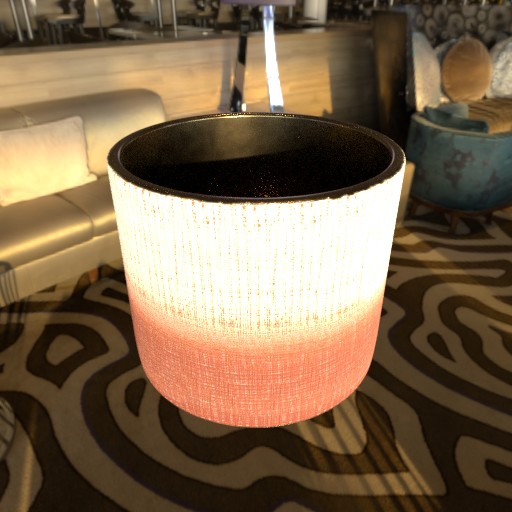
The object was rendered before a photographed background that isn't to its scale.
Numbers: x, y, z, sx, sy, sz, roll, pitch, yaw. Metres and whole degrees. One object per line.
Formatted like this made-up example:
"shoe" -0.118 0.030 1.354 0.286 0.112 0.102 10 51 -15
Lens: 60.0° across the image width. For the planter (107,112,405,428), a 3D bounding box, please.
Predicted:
"planter" 0.000 0.000 0.308 0.178 0.157 0.178 0 31 0
